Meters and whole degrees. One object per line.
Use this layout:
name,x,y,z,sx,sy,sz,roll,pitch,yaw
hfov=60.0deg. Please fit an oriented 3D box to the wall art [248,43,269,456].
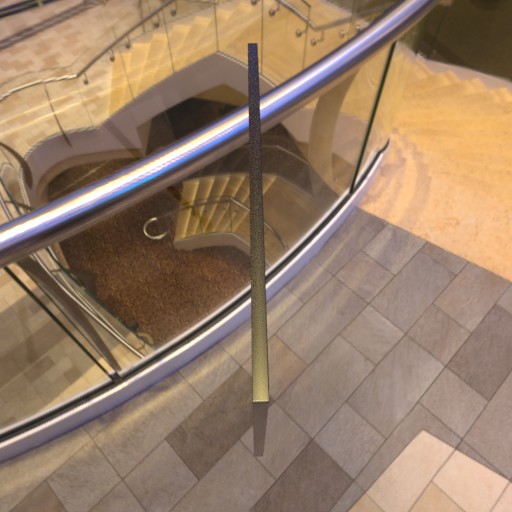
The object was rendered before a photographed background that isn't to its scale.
wall art,0.000,0.000,0.574,0.013,0.306,0.440,-1,59,-1
